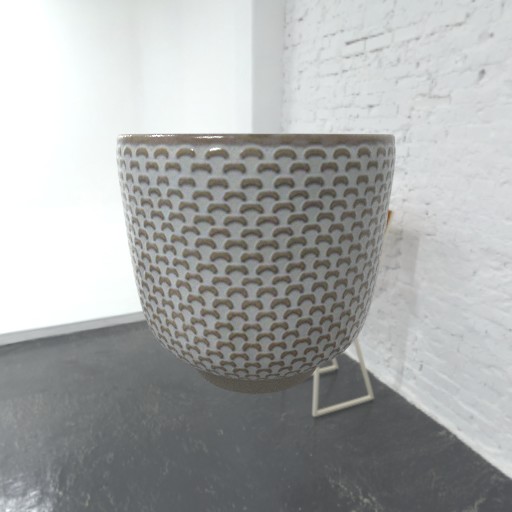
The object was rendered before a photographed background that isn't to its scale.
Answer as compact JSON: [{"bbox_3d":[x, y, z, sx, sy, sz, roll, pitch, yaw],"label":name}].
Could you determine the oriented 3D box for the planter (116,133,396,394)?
[{"bbox_3d":[0.000,0.000,0.245,0.139,0.130,0.139,0,15,0],"label":"planter"}]
